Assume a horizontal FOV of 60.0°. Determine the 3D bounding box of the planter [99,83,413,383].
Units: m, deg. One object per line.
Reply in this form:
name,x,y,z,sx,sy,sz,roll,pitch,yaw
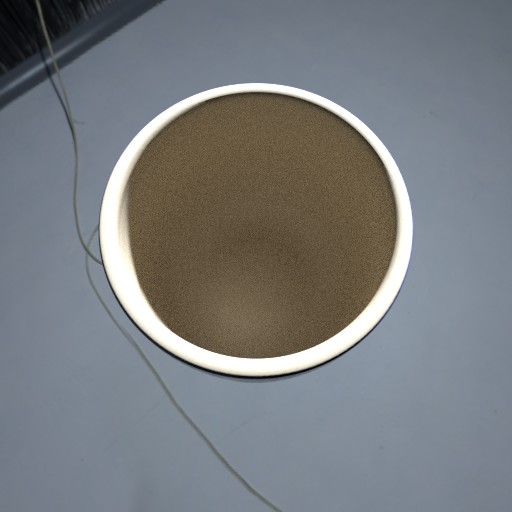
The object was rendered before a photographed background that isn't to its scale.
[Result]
planter,0.000,0.000,0.300,0.165,0.149,0.165,0,73,0
